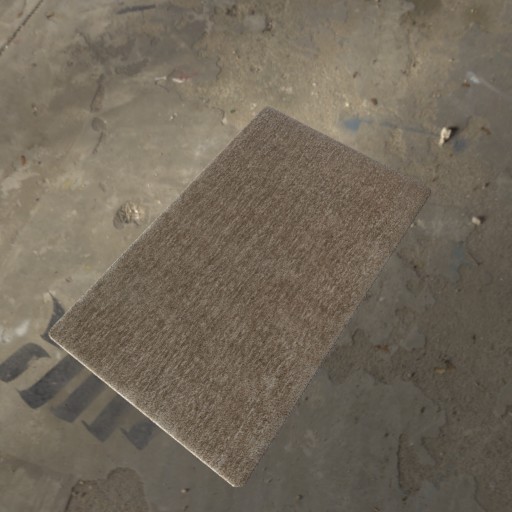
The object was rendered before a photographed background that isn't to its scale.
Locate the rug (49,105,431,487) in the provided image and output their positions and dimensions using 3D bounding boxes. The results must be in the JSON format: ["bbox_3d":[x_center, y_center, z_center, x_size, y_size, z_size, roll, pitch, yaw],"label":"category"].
[{"bbox_3d":[0.000,0.000,3.086,1.539,0.024,2.469,32,67,16],"label":"rug"}]
